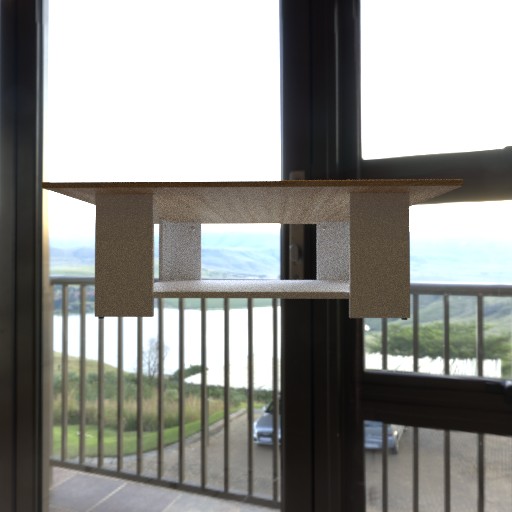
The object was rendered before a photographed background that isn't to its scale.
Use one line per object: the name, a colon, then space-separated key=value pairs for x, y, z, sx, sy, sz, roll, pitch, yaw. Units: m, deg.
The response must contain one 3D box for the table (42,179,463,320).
table: x=0.000 y=0.000 z=1.378 sx=0.890 sy=0.305 sz=0.890 roll=0 pitch=-1 yaw=2
